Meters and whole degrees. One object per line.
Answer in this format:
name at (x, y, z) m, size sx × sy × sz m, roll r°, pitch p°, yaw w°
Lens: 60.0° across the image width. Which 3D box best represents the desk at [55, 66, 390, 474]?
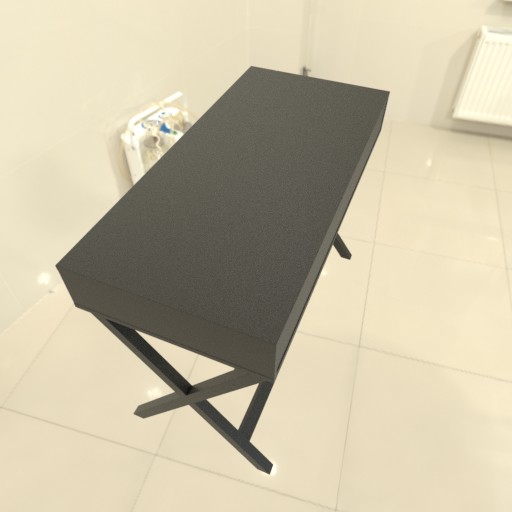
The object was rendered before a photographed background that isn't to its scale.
desk at (0.000, 0.000, 1.497) m, size 0.525 × 0.780 × 1.057 m, roll 17°, pitch 49°, yaw 15°
